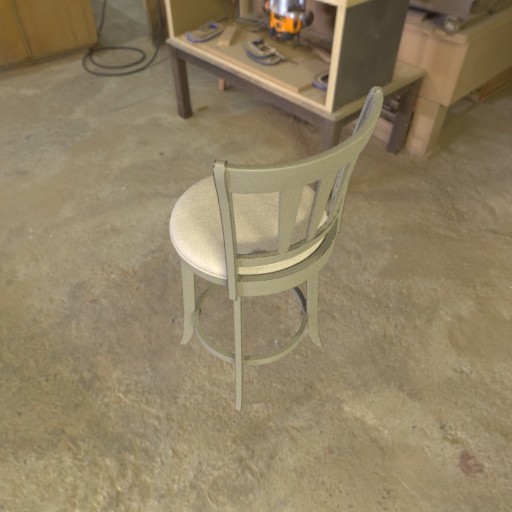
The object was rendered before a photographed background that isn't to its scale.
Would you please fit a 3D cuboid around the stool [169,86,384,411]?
[{"bbox_3d":[0.000,0.000,1.284,0.450,0.994,0.486,-31,54,-26],"label":"stool"}]
